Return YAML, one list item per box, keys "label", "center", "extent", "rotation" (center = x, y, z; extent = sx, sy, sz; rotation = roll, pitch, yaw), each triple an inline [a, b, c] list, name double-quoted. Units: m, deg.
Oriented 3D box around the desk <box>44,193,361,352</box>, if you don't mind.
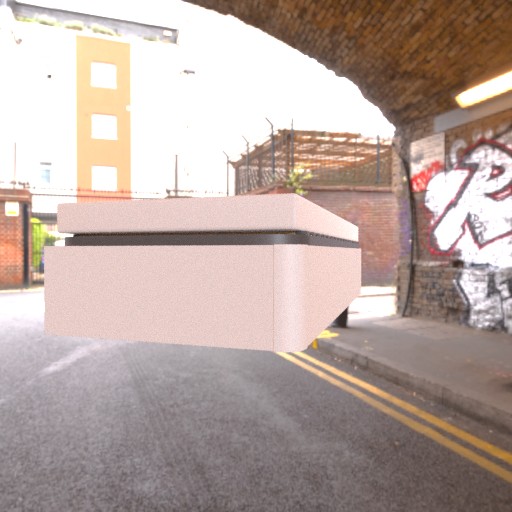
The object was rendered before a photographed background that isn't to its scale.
- label: "desk"
  center: [0.000, 0.000, 2.276]
  extent: [0.900, 0.526, 1.900]
  rotation: [0, 1, 18]
